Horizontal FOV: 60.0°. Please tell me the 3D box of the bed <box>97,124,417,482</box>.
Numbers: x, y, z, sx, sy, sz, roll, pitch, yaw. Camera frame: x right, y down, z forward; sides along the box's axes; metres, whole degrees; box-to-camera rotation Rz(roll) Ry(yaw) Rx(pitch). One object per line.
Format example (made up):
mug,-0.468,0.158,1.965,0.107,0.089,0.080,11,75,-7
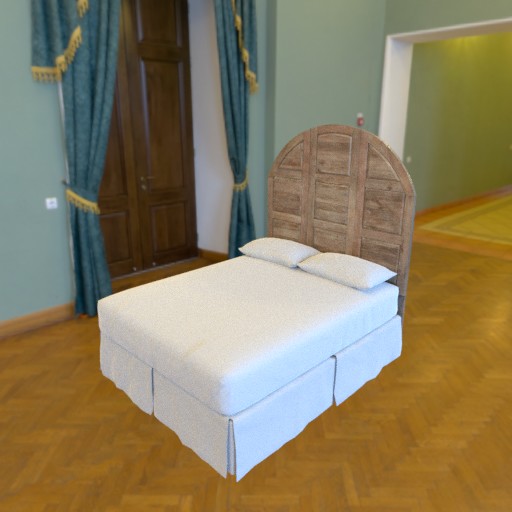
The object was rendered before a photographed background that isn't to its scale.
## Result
bed,0.000,0.000,3.555,1.713,2.002,2.112,17,24,42
